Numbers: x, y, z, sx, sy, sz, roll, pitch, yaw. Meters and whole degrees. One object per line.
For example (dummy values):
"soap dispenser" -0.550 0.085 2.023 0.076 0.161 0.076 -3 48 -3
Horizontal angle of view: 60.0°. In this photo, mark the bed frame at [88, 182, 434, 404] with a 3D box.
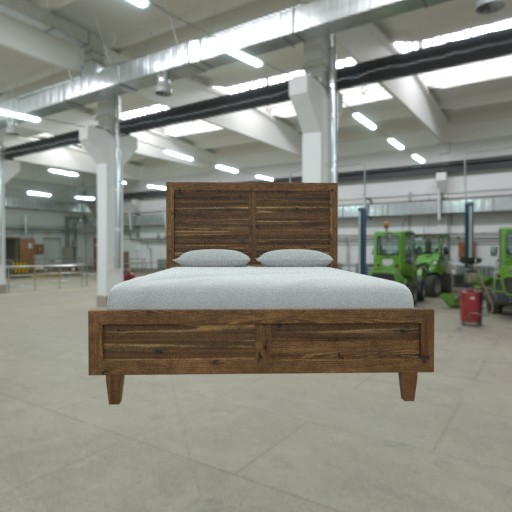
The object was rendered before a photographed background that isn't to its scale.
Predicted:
"bed frame" 0.000 0.000 3.300 1.696 1.417 2.276 0 1 -2
